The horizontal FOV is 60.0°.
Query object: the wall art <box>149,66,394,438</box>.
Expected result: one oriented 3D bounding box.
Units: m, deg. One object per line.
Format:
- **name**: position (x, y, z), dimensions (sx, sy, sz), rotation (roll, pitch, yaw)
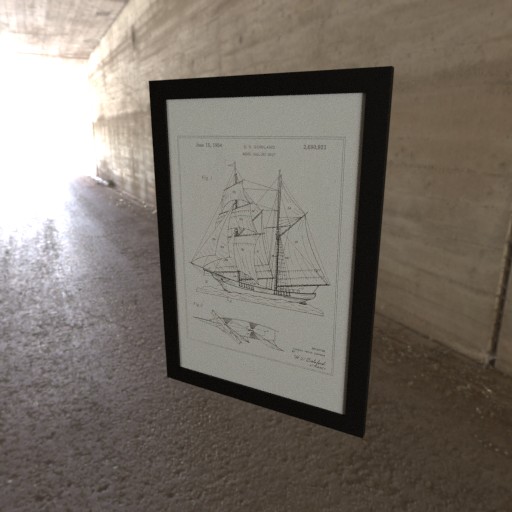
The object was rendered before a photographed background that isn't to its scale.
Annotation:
- **wall art**: position (0.000, 0.000, 0.603), dimensions (0.326, 0.459, 0.011), rotation (8, 18, 26)
